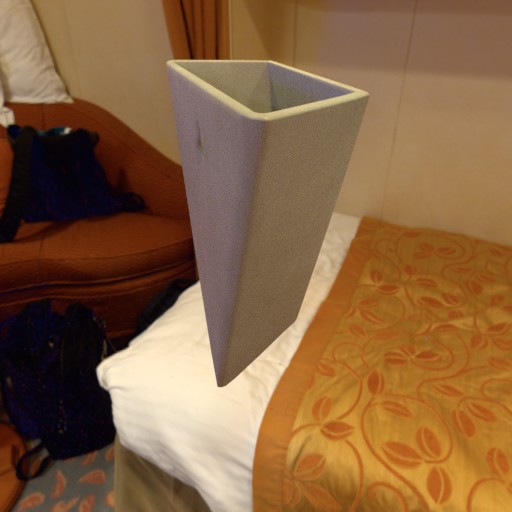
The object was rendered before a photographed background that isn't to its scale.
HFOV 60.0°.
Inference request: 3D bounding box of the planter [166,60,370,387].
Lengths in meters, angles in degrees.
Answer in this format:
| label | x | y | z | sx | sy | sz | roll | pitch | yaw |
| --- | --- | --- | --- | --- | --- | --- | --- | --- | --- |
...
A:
| label | x | y | z | sx | sy | sz | roll | pitch | yaw |
| --- | --- | --- | --- | --- | --- | --- | --- | --- | --- |
| planter | 0.000 | 0.000 | 0.260 | 0.060 | 0.197 | 0.150 | -11 | 33 | -18 |
